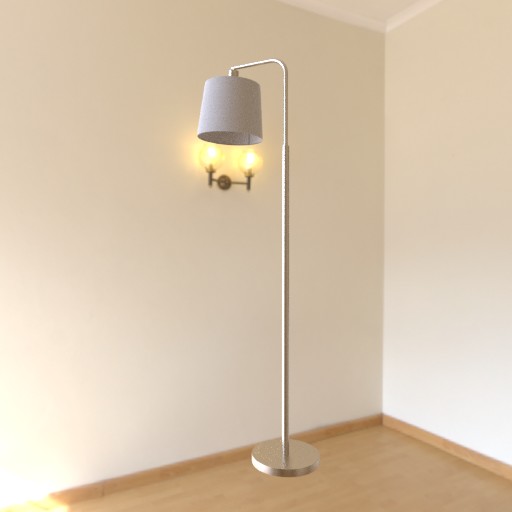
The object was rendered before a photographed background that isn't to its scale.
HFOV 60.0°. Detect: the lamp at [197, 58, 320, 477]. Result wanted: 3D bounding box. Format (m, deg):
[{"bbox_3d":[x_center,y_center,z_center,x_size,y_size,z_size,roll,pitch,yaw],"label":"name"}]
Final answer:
[{"bbox_3d":[0.000,0.000,1.673,0.508,1.478,0.254,0,1,35],"label":"lamp"}]
